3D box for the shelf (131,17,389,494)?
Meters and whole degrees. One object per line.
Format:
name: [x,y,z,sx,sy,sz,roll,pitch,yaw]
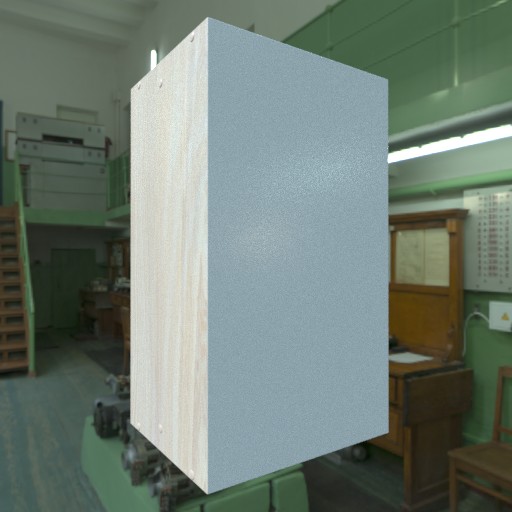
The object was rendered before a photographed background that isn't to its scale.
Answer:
shelf: [0.000,0.000,0.774,0.350,0.600,0.290,0,0,-34]
